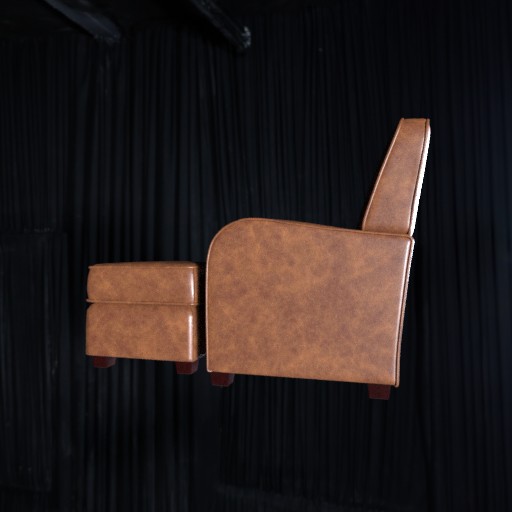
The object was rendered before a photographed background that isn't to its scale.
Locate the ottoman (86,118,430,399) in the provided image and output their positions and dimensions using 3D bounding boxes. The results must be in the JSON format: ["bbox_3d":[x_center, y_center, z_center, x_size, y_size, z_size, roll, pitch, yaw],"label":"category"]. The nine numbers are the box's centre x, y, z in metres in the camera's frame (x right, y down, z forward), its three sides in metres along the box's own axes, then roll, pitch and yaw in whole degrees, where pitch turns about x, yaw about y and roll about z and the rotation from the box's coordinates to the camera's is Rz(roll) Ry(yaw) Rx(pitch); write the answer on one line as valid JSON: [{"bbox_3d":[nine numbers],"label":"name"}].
[{"bbox_3d":[0.000,0.000,1.851,1.314,0.904,0.732,0,0,16],"label":"ottoman"}]
